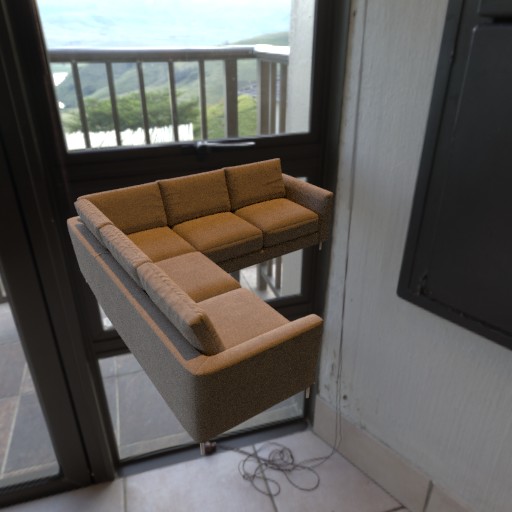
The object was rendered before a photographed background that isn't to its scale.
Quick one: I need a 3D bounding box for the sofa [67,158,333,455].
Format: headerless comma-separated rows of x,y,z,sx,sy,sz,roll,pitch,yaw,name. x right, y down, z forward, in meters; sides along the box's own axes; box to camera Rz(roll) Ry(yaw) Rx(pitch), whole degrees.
0.000,0.000,3.722,2.438,0.864,2.438,-18,32,-31,sofa
